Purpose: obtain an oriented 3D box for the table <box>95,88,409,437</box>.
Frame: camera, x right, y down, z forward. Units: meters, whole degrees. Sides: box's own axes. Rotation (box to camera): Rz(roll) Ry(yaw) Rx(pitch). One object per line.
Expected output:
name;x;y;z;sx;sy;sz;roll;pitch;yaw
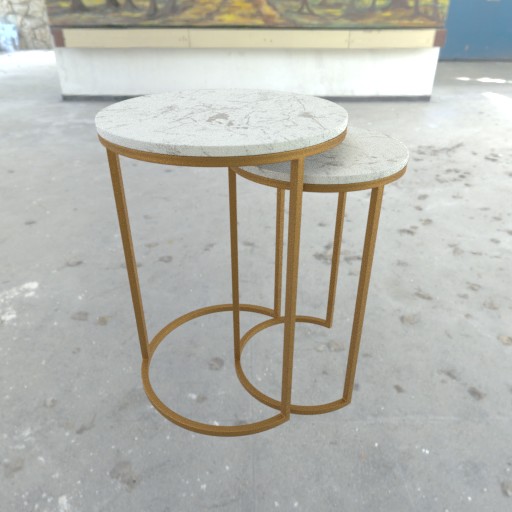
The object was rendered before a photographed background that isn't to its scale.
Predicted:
table;0.000;0.000;0.862;0.507;0.550;0.400;0;30;0
